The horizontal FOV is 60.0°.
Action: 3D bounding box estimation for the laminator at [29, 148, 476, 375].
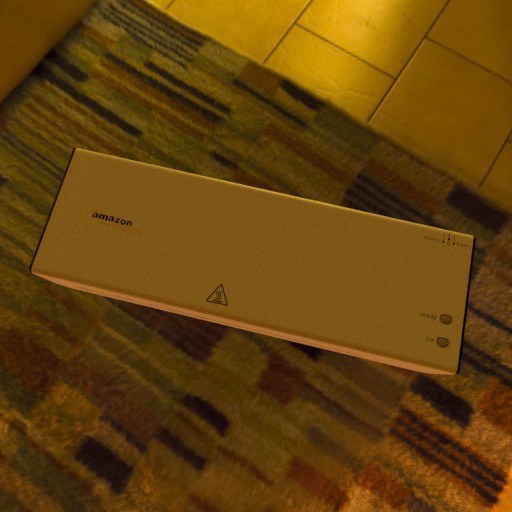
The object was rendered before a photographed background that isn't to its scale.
[{"bbox_3d":[0.000,0.000,0.383,0.340,0.062,0.123,13,76,3],"label":"laminator"}]
